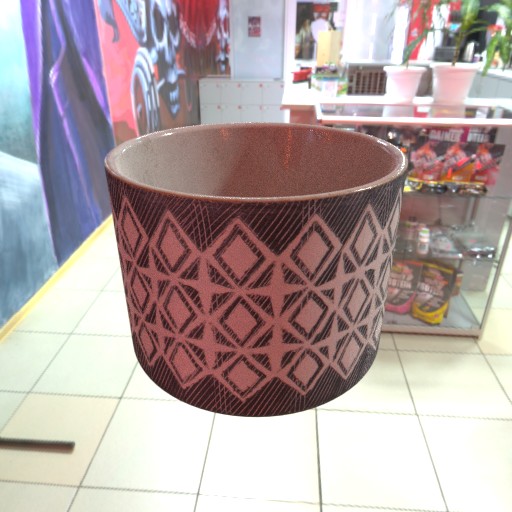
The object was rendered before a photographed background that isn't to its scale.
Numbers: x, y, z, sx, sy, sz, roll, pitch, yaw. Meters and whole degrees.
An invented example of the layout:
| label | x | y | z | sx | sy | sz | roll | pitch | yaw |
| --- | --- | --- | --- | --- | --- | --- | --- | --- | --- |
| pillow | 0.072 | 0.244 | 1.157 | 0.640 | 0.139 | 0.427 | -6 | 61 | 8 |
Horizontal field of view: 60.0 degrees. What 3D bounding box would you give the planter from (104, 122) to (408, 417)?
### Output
| label | x | y | z | sx | sy | sz | roll | pitch | yaw |
| --- | --- | --- | --- | --- | --- | --- | --- | --- | --- |
| planter | 0.000 | 0.000 | 0.216 | 0.126 | 0.104 | 0.126 | 0 | 27 | 0 |
